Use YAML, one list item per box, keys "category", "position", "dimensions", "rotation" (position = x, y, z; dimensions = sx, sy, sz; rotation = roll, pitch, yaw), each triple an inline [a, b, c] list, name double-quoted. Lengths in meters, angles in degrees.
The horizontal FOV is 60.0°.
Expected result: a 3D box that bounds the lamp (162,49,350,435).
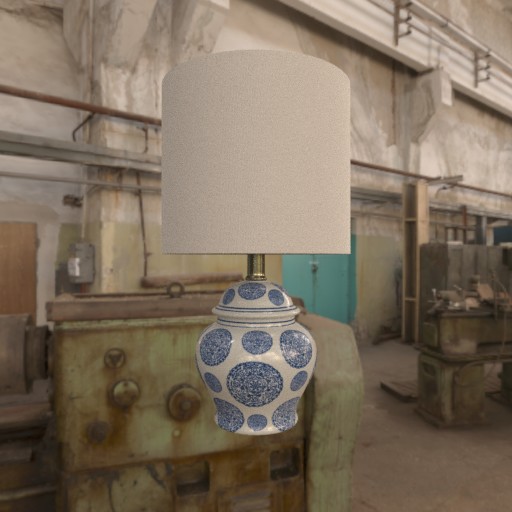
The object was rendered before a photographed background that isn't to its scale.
- category: "lamp"
  position: [0.000, 0.000, 0.515]
  dimensions: [0.215, 0.381, 0.215]
  rotation: [0, 0, -37]
